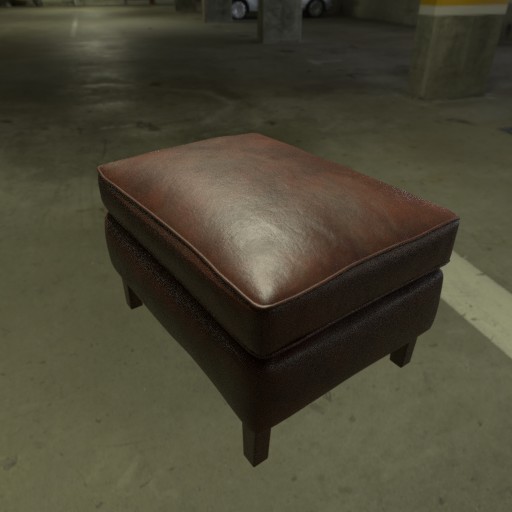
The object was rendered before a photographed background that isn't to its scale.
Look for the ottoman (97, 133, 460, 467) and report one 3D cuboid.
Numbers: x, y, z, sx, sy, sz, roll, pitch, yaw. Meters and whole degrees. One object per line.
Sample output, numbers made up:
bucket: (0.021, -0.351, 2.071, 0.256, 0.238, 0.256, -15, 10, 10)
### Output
ottoman: (0.000, 0.000, 0.992, 0.501, 0.432, 0.665, -21, 38, -30)
